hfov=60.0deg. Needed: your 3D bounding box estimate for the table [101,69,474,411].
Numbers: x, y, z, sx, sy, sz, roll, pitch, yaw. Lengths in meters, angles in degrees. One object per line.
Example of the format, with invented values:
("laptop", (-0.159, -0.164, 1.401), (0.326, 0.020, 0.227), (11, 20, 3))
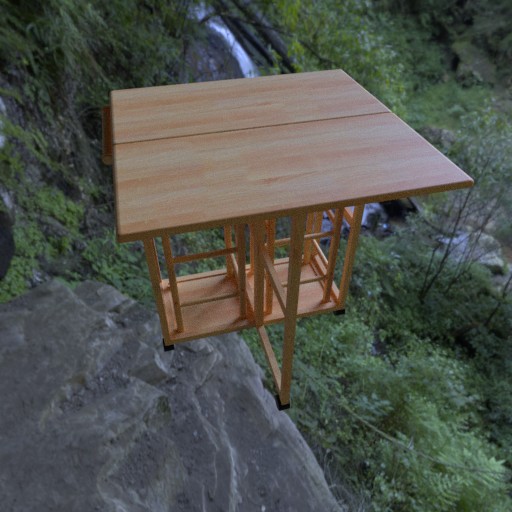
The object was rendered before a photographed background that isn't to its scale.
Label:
("table", (0.000, 0.000, 1.361), (0.752, 0.832, 0.693), (-10, 42, -11))
